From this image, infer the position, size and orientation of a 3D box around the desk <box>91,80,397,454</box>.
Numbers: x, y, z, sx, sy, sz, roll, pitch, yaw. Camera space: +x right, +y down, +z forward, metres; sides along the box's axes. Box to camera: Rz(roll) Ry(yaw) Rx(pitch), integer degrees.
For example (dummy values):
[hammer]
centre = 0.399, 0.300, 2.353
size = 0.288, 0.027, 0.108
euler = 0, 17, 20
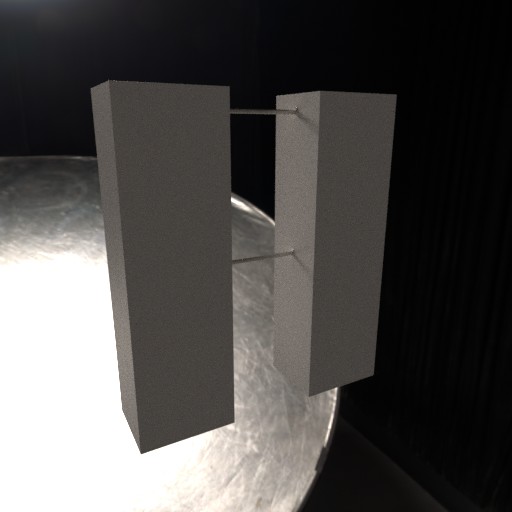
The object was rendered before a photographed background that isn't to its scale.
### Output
[desk]
centre = 0.000, 0.000, 2.873
size = 1.770, 2.000, 0.480
euler = -9, 18, -28
